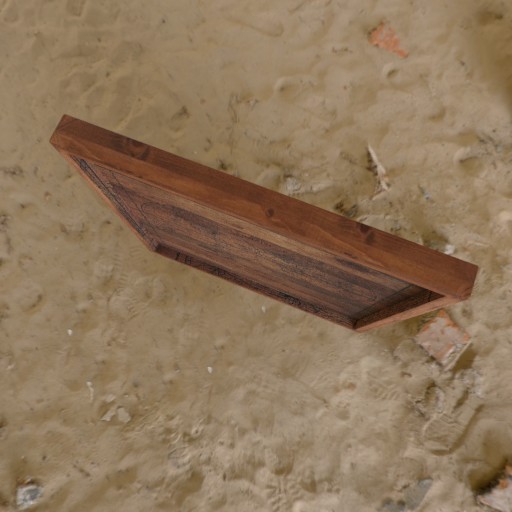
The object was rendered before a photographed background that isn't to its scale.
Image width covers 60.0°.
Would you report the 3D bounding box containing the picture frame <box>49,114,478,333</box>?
[{"bbox_3d":[0.000,0.000,0.520,0.352,0.356,0.028,21,77,5],"label":"picture frame"}]
